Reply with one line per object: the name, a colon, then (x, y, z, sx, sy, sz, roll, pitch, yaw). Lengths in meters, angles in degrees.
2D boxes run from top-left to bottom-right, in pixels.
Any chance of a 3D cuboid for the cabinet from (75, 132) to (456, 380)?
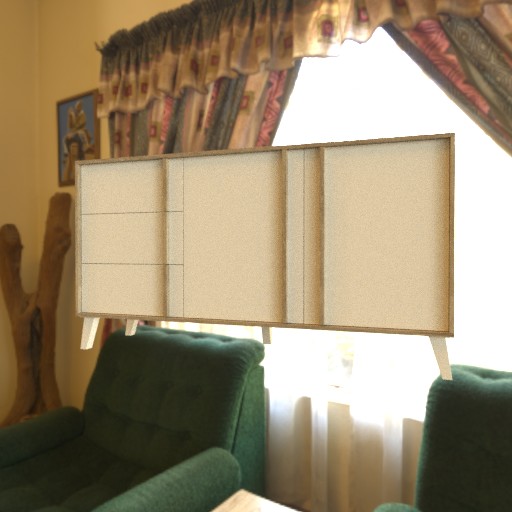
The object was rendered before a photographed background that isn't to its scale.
cabinet: (0.000, 0.000, 2.002, 1.600, 0.870, 0.450, 0, 1, 18)
